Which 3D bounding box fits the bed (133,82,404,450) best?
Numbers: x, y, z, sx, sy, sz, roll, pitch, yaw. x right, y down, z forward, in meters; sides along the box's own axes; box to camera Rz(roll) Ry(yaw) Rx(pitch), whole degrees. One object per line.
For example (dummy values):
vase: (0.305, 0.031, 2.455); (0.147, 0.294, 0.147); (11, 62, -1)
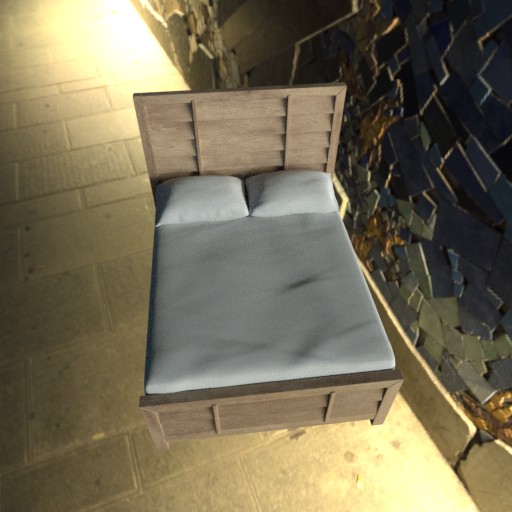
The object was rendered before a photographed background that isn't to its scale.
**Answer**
bed: (0.000, 0.000, 3.248); (1.615, 1.631, 2.017); (-5, 45, -5)
